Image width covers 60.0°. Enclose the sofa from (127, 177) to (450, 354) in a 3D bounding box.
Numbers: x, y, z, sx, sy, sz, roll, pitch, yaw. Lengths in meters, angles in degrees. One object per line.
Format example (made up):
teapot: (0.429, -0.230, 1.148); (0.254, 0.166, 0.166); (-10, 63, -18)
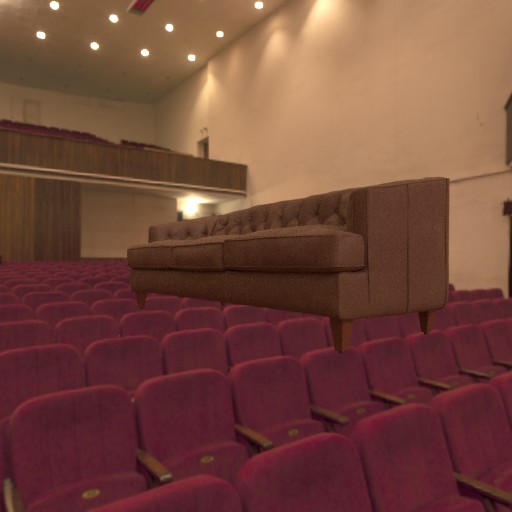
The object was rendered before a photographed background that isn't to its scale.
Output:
sofa: (0.000, 0.000, 2.738); (0.927, 0.787, 2.227); (1, -1, -36)
